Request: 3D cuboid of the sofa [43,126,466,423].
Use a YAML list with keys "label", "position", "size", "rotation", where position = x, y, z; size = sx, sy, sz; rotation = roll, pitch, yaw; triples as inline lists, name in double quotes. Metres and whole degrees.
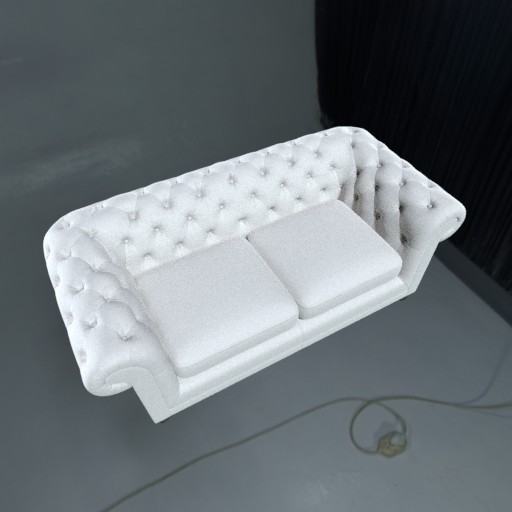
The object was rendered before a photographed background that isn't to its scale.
- label: "sofa"
  position: [0.000, 0.000, 2.444]
  size: [1.998, 0.764, 0.986]
  rotation: [-22, 51, -20]
